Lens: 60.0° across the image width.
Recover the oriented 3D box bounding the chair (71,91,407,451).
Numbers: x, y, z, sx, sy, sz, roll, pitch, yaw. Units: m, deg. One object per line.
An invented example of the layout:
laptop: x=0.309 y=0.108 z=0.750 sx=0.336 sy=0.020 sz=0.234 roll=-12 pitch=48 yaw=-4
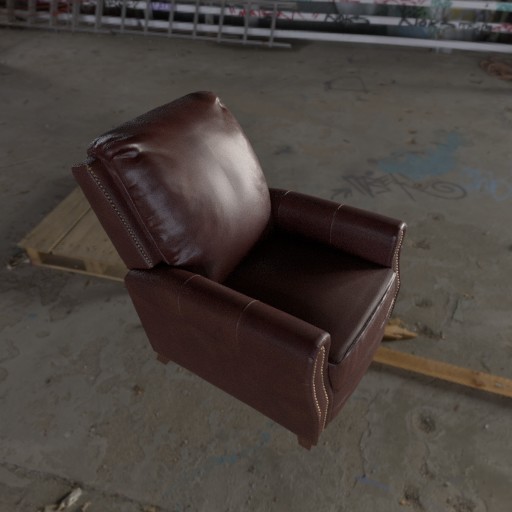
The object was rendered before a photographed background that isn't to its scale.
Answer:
chair: x=0.000 y=0.000 z=1.798 sx=1.089 sy=1.022 sz=0.826 roll=24 pitch=46 yaw=25
